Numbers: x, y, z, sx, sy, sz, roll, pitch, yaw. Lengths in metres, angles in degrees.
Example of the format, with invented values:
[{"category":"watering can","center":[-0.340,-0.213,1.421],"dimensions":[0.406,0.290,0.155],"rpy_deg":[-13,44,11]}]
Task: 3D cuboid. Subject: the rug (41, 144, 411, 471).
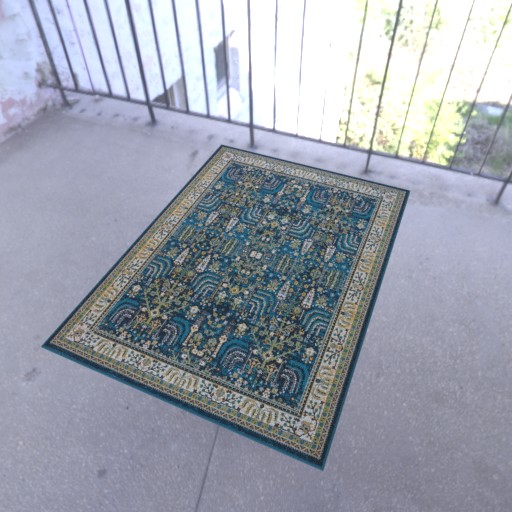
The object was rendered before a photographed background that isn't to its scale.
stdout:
[{"category":"rug","center":[0.000,0.000,4.006],"dimensions":[2.226,0.015,3.044],"rpy_deg":[17,49,16]}]
